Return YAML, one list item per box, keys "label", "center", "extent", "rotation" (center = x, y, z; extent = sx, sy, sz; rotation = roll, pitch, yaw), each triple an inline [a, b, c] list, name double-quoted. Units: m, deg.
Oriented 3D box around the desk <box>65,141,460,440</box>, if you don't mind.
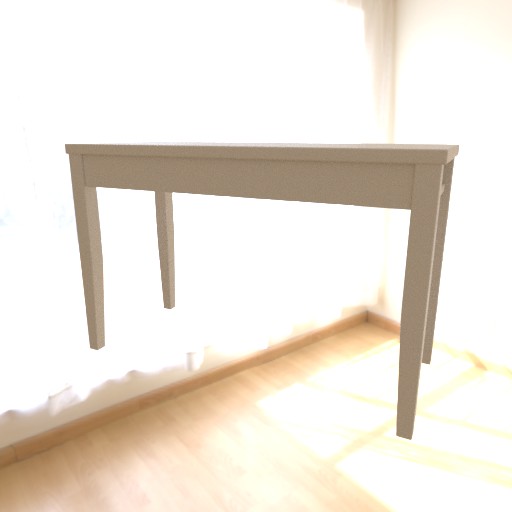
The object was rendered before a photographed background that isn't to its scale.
- label: "desk"
  center: [0.000, 0.000, 1.580]
  extent: [1.220, 0.775, 0.508]
  rotation: [8, 17, 26]
